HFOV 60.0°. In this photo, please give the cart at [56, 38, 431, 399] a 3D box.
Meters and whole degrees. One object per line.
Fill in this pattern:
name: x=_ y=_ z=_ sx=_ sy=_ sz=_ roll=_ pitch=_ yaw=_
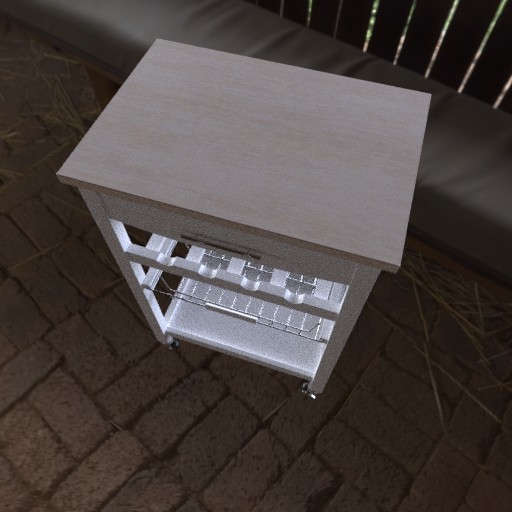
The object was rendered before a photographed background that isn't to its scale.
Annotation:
cart: x=0.000 y=0.000 z=1.165 sx=0.578 sy=0.857 sz=0.406 roll=16 pitch=60 yaw=9
